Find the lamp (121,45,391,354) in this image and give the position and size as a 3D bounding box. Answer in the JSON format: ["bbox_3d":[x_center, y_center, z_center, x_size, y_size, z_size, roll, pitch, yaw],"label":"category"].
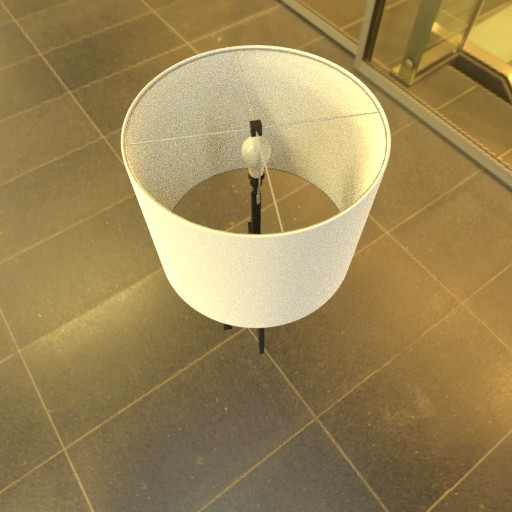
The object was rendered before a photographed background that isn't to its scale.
[{"bbox_3d":[0.000,0.000,0.633,0.257,0.489,0.257,31,63,17],"label":"lamp"}]
